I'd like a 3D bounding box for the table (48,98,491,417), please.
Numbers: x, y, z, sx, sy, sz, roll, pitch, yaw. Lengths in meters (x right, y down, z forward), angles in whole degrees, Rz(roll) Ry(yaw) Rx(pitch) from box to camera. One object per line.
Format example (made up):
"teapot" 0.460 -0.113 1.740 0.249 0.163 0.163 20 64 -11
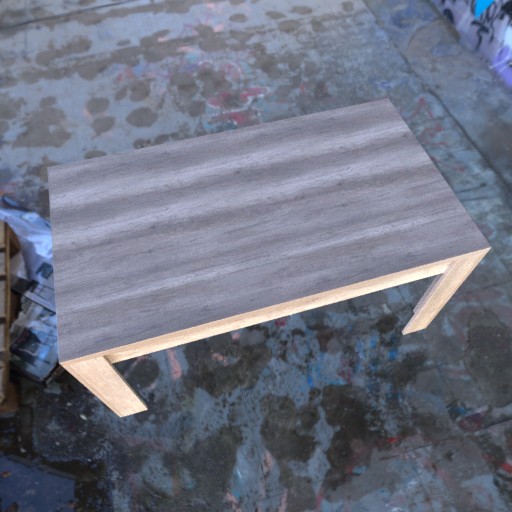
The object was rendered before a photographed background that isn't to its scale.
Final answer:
"table" 0.000 0.000 2.120 1.600 0.775 0.900 -14 59 -9
